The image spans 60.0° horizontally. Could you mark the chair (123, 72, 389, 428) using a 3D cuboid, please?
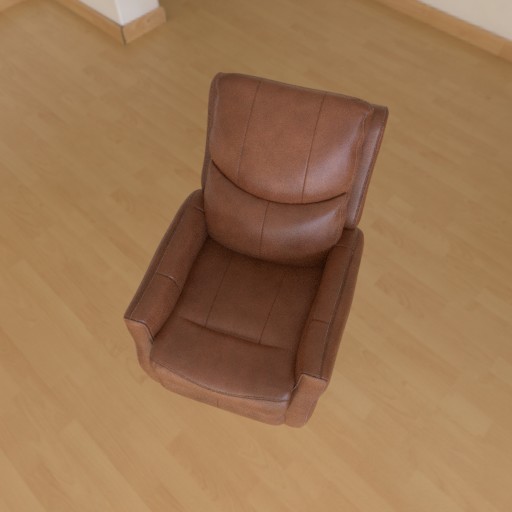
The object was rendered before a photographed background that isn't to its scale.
[{"bbox_3d":[0.000,0.000,1.771,0.821,1.016,1.072,15,60,9],"label":"chair"}]
